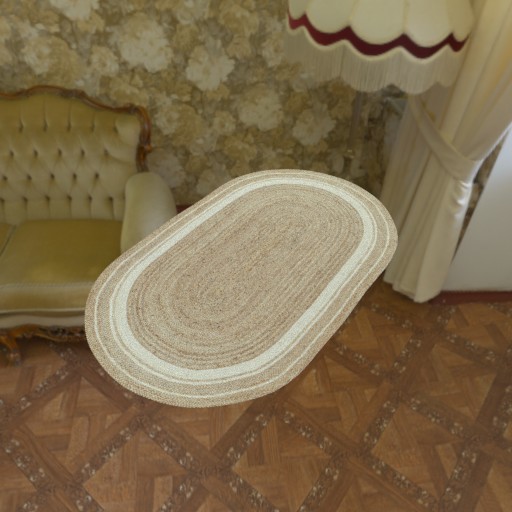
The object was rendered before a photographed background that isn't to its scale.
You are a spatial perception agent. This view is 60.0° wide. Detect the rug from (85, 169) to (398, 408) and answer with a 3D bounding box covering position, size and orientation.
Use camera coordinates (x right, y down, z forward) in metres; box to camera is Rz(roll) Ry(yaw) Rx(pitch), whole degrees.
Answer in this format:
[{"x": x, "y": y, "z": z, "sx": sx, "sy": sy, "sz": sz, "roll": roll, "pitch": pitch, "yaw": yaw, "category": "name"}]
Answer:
[{"x": 0.000, "y": 0.000, "z": 3.035, "sx": 1.520, "sy": 0.006, "sz": 2.432, "roll": 27, "pitch": 48, "yaw": 26, "category": "rug"}]
